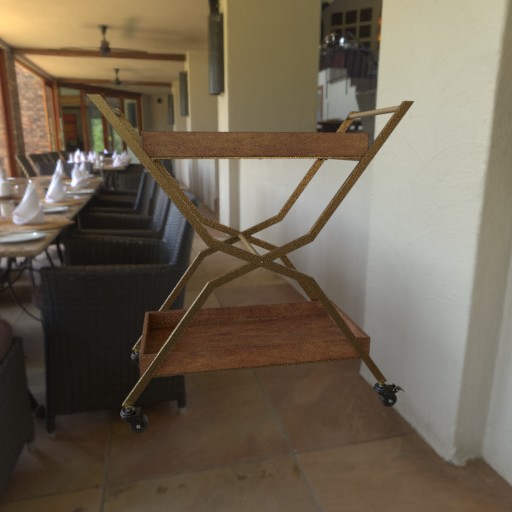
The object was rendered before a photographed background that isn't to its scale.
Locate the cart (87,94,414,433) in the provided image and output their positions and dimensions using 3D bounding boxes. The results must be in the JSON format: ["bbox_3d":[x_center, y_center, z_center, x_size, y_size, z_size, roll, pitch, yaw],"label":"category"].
[{"bbox_3d":[0.000,0.000,1.341,0.836,0.869,0.405,-3,14,-10],"label":"cart"}]
